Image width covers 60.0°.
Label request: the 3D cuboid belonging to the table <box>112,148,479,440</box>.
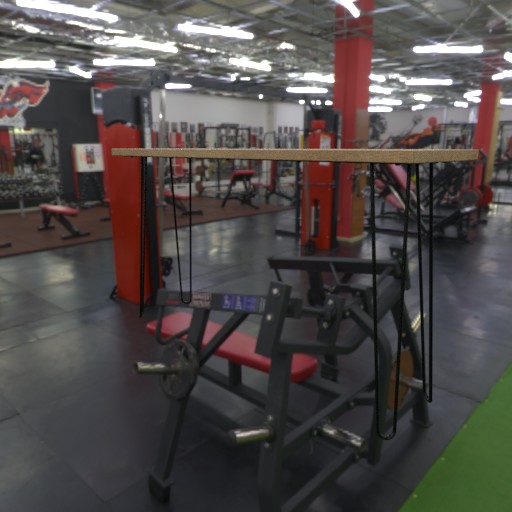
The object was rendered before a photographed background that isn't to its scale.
[{"bbox_3d":[0.000,0.000,1.703,1.400,0.799,0.399,13,19,43],"label":"table"}]
